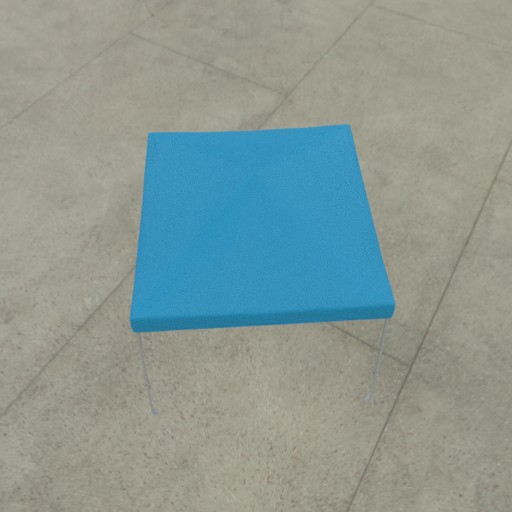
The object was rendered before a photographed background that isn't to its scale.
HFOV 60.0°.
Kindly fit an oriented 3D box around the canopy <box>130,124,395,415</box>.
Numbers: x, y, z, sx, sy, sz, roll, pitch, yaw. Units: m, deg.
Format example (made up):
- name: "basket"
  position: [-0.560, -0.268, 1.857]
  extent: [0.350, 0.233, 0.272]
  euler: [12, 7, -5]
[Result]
- name: "canopy"
  position: [0.000, 0.000, 6.675]
  extent: [3.599, 3.600, 3.600]
  euler: [-3, 58, -2]
